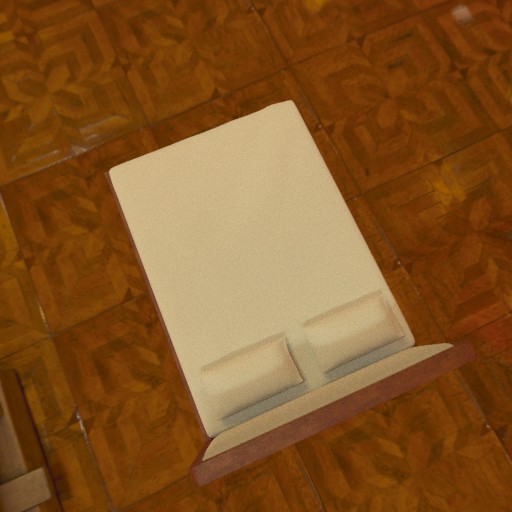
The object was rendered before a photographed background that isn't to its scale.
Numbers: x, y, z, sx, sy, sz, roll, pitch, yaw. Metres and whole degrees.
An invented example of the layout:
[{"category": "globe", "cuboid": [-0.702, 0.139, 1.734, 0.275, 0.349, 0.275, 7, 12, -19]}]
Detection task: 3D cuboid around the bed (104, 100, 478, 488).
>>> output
[{"category": "bed", "cuboid": [0.000, 0.000, 3.063, 1.587, 1.275, 2.196, -23, 77, -6]}]
